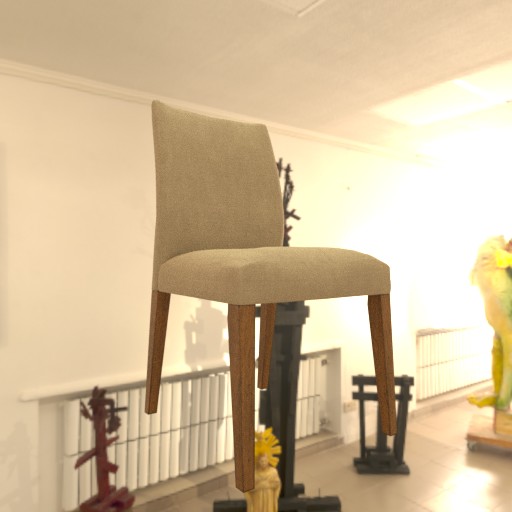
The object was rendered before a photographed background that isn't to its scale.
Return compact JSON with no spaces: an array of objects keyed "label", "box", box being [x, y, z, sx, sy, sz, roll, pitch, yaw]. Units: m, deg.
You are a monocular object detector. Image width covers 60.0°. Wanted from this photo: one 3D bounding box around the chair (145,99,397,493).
[{"label":"chair","box":[0.000,0.000,1.261,0.496,0.940,0.585,0,0,-36]}]
